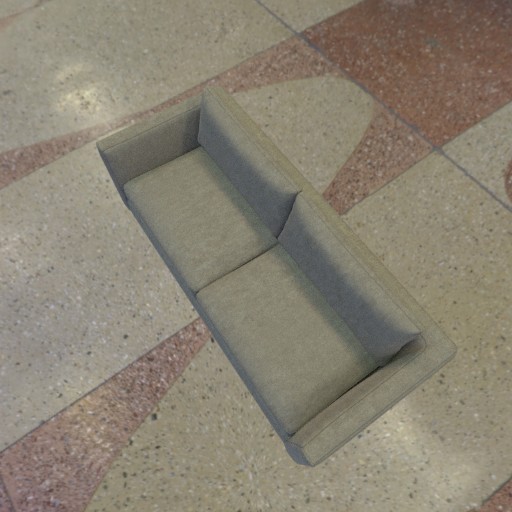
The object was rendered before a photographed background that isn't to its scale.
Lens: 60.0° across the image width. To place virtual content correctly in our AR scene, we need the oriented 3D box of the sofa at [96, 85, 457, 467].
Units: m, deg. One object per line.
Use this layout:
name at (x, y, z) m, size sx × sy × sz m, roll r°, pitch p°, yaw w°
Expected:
sofa at (0.000, 0.000, 2.563) m, size 0.889 × 0.864 × 2.121 m, roll -31°, pitch 67°, yaw -15°
